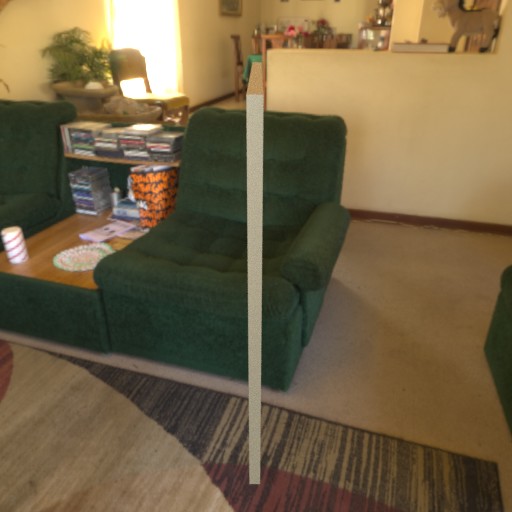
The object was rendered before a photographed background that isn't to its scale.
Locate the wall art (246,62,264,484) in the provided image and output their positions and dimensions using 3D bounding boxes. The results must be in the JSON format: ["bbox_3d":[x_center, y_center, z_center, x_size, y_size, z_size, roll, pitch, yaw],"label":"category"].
[{"bbox_3d":[0.000,0.000,1.363,0.034,1.042,0.789,0,27,0],"label":"wall art"}]
